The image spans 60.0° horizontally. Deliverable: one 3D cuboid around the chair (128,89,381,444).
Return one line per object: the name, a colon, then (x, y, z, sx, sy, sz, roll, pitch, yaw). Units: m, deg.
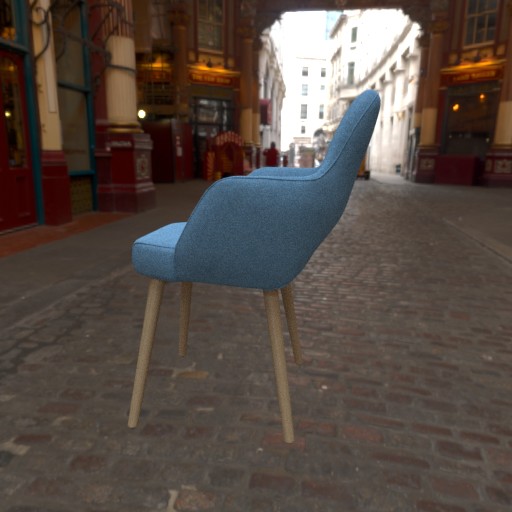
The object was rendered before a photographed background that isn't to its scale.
chair: (0.000, 0.000, 1.324, 0.666, 0.920, 0.589, 2, 14, 9)
